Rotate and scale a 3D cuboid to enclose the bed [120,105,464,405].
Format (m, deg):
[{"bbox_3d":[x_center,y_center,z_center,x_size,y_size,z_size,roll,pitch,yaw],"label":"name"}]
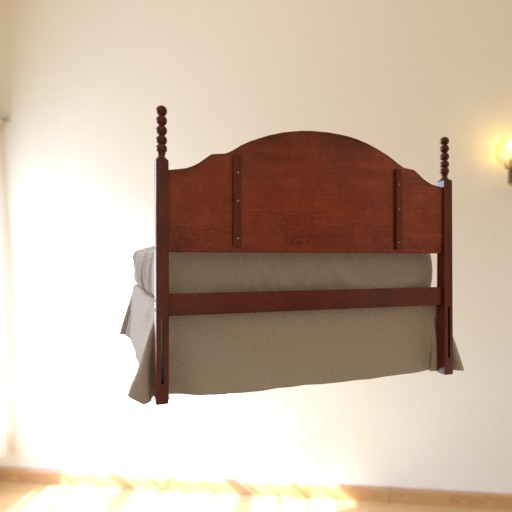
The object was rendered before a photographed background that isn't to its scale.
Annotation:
[{"bbox_3d":[0.000,0.000,3.204,1.873,1.356,2.040,0,0,-19],"label":"bed"}]
